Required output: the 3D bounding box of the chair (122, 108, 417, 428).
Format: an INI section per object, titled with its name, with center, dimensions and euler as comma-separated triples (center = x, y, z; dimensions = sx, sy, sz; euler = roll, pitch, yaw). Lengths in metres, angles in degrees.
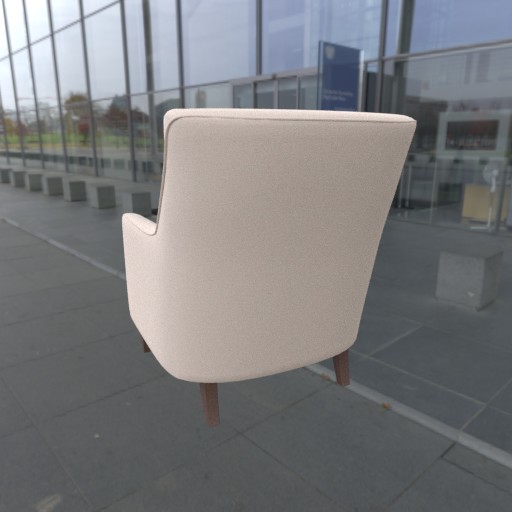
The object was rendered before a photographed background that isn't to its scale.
[chair]
center = 0.000, 0.000, 1.529
dimensions = 0.756, 0.916, 0.879
euler = -7, 17, -26
